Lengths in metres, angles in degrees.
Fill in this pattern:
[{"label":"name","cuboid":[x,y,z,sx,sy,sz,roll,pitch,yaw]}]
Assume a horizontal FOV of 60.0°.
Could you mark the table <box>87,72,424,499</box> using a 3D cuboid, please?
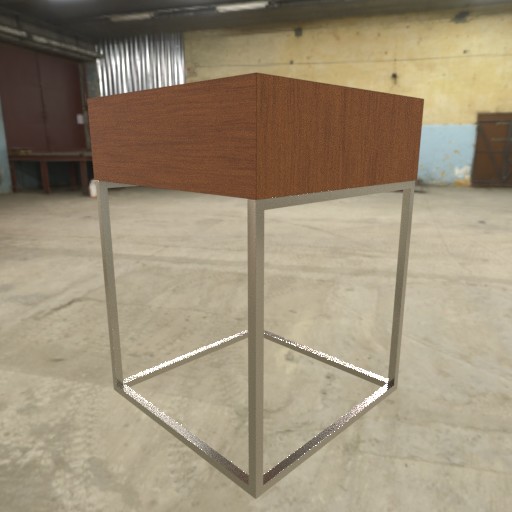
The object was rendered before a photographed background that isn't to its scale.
[{"label":"table","cuboid":[0.000,0.000,0.804,0.397,0.540,0.398,14,20,43]}]
